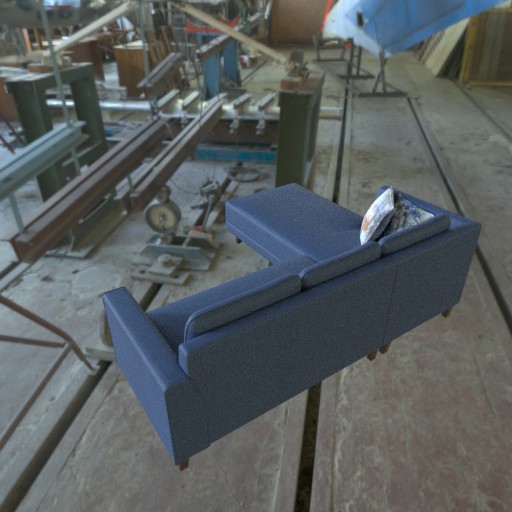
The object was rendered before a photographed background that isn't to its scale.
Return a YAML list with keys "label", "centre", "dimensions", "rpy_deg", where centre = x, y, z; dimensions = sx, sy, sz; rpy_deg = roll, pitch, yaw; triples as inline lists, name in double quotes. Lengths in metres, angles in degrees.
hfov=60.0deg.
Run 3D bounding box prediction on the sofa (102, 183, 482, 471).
- label: "sofa"
  centre: [0.000, 0.000, 2.997]
  dimensions: [2.120, 0.787, 1.829]
  rpy_deg: [-19, 36, -29]
